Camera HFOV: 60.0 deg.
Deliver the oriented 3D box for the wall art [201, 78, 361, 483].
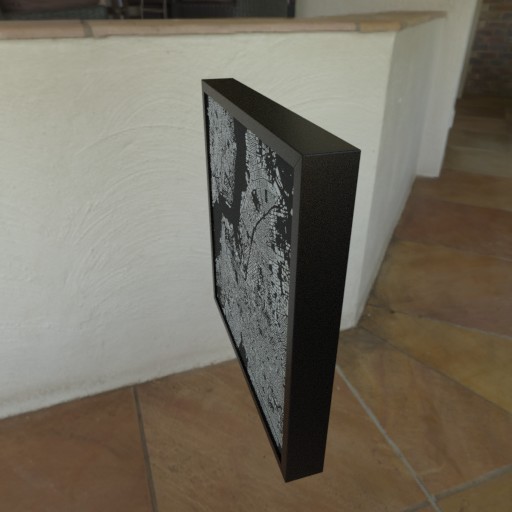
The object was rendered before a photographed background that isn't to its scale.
[{"bbox_3d":[0.000,0.000,0.452,0.037,0.299,0.299,-9,31,-15],"label":"wall art"}]
